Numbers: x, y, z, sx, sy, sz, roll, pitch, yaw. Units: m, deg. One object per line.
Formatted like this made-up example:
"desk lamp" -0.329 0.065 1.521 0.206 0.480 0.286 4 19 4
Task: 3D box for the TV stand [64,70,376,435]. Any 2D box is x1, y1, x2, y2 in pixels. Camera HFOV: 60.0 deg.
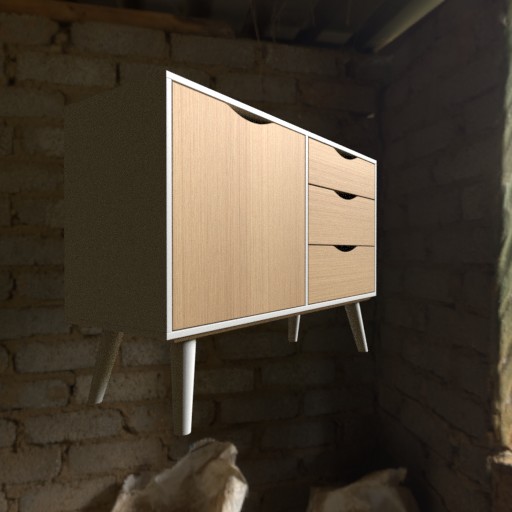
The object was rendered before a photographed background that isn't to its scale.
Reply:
"TV stand" 0.000 0.000 1.556 0.406 0.812 1.193 0 1 37
